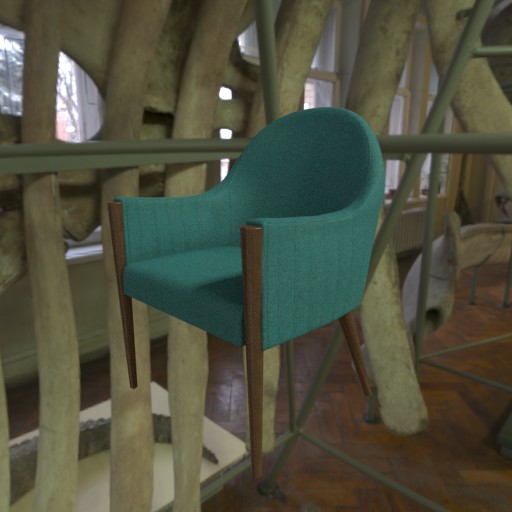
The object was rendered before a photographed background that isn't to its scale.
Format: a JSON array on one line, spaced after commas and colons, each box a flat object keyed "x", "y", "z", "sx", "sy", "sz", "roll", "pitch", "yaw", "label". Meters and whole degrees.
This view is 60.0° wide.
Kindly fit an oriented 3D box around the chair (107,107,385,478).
[{"x": 0.000, "y": 0.000, "z": 1.367, "sx": 0.656, "sy": 0.907, "sz": 0.652, "roll": 14, "pitch": 19, "yaw": 43, "label": "chair"}]
